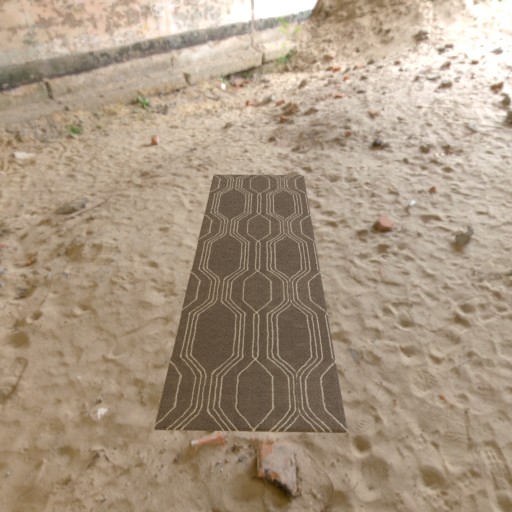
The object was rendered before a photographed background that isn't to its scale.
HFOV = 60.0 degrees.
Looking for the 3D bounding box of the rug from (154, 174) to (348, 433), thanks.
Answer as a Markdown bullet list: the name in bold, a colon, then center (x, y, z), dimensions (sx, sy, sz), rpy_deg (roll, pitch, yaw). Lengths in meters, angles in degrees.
- **rug**: center (0.000, 0.000, 2.780), dimensions (0.773, 0.012, 2.464), rpy_deg (1, 34, 1)
